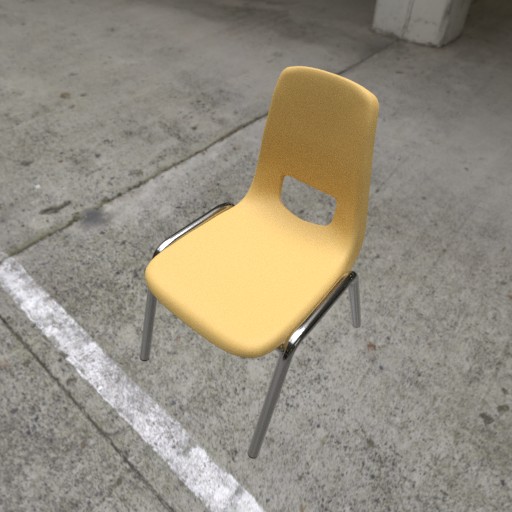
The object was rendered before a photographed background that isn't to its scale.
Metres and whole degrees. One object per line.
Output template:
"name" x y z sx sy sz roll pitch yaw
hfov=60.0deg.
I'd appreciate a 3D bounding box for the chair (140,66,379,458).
"chair" 0.000 0.000 0.851 0.354 0.586 0.423 31 53 28
